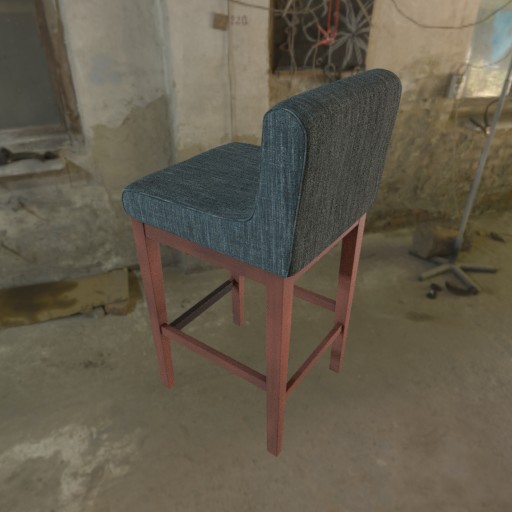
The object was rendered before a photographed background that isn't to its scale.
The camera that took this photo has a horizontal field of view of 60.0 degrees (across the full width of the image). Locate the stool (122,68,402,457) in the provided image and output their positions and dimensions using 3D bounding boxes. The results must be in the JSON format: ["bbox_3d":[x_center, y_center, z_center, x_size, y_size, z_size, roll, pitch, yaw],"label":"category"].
[{"bbox_3d":[0.000,0.000,1.066,0.459,0.835,0.395,20,37,29],"label":"stool"}]
